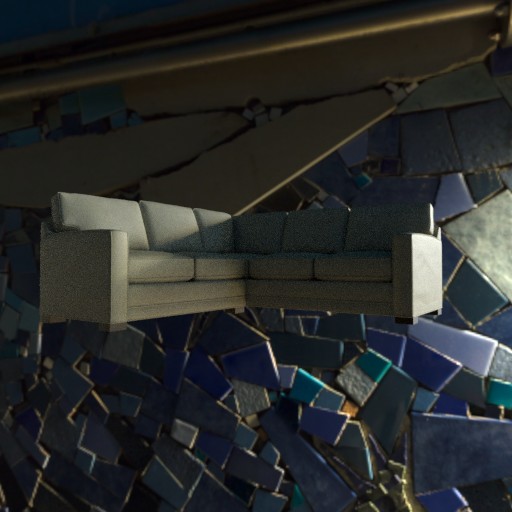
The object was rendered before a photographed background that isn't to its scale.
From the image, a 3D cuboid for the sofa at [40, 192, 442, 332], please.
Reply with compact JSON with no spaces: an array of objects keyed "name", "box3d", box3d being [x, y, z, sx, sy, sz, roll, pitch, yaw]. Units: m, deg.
[{"name":"sofa","box3d":[0.000,0.000,3.369,2.211,0.936,2.188,-1,-1,35]}]
